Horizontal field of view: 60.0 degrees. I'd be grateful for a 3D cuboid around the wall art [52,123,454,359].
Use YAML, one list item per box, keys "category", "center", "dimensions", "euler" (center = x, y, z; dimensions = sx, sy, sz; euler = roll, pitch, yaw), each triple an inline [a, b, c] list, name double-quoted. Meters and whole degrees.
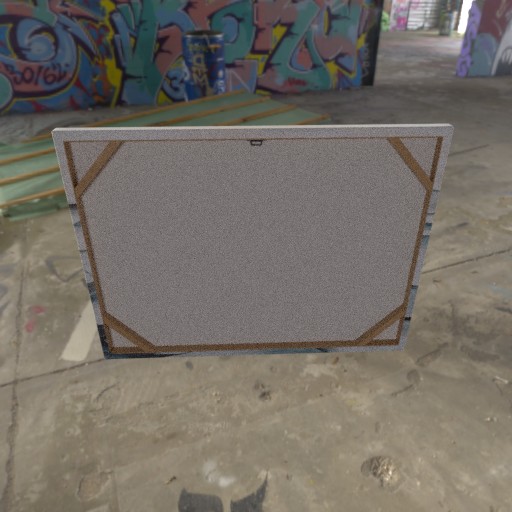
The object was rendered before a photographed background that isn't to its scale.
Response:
- category: "wall art"
  center: [0.000, 0.000, 1.586]
  dimensions: [1.219, 0.915, 0.039]
  euler: [-1, 31, -2]
